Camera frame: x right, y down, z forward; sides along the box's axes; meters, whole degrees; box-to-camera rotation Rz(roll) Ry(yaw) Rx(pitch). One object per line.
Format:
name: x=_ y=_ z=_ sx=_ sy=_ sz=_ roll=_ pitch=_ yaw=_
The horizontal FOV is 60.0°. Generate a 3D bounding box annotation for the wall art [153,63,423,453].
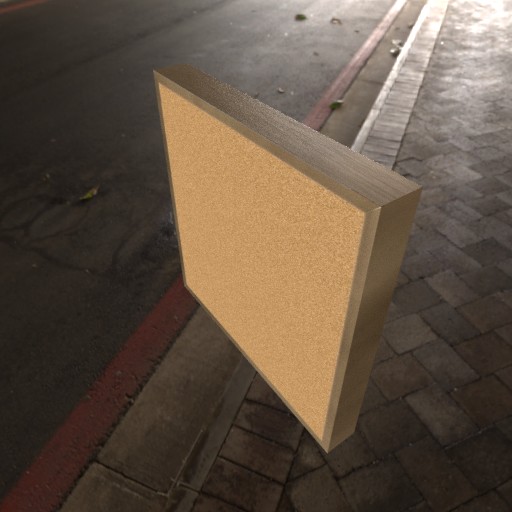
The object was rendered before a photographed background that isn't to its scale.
wall art: x=0.000 y=0.000 z=0.461 sx=0.038 sy=0.303 sz=0.305 roll=-25 pitch=46 yaw=-26
